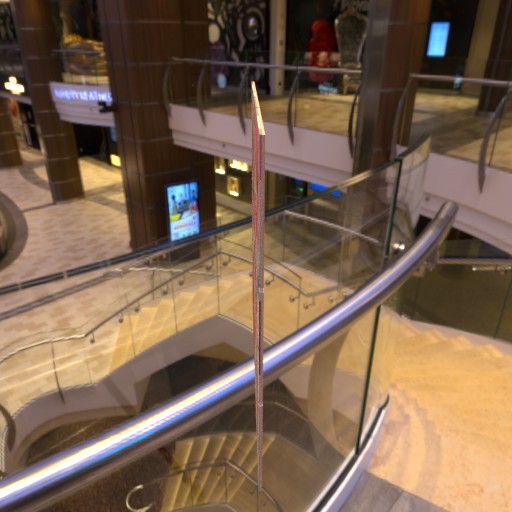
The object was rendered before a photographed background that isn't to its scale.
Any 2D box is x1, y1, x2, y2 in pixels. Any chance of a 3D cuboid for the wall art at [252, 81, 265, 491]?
[{"bbox_3d":[0.000,0.000,1.810,0.013,1.220,1.216,-1,27,-1],"label":"wall art"}]
